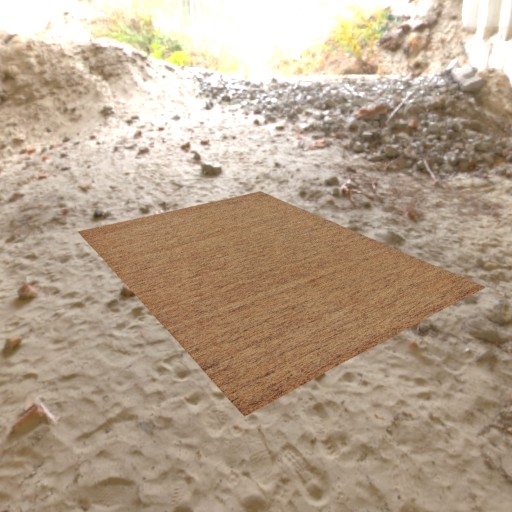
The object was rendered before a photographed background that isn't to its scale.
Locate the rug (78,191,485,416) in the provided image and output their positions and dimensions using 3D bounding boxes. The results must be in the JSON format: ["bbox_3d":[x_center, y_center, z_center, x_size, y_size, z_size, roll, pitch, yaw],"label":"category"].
[{"bbox_3d":[0.000,0.000,4.242,2.438,0.012,3.200,-17,31,-31],"label":"rug"}]
